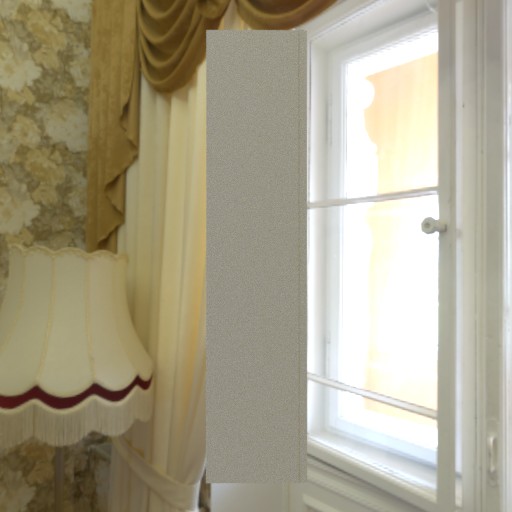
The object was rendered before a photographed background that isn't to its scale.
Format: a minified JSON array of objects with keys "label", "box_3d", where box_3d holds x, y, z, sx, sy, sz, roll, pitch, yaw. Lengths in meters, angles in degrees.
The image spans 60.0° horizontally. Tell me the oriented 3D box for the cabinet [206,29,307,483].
[{"label":"cabinet","box_3d":[0.000,0.000,2.730,0.480,2.160,1.250,0,0,0]}]
